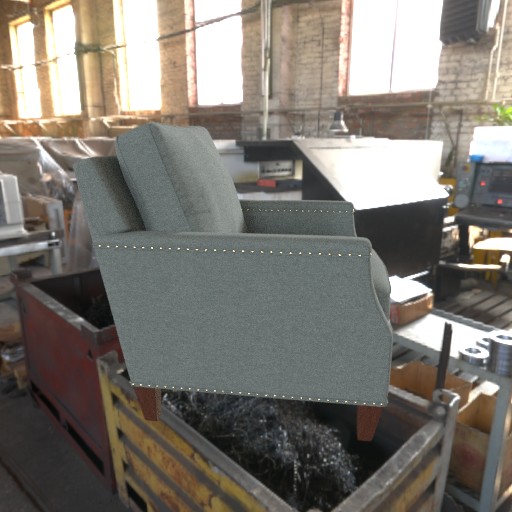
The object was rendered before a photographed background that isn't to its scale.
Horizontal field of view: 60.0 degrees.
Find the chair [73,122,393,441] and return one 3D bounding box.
[{"bbox_3d":[0.000,0.000,1.804,1.031,1.031,0.885,2,15,8],"label":"chair"}]
